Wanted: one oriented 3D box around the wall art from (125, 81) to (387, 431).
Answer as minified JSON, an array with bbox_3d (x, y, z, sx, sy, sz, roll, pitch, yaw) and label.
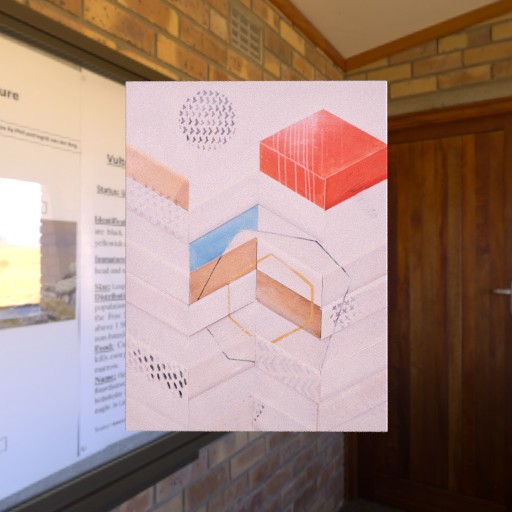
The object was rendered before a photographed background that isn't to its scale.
[{"bbox_3d":[0.000,0.000,1.304,0.759,1.014,0.045,0,0,0],"label":"wall art"}]
